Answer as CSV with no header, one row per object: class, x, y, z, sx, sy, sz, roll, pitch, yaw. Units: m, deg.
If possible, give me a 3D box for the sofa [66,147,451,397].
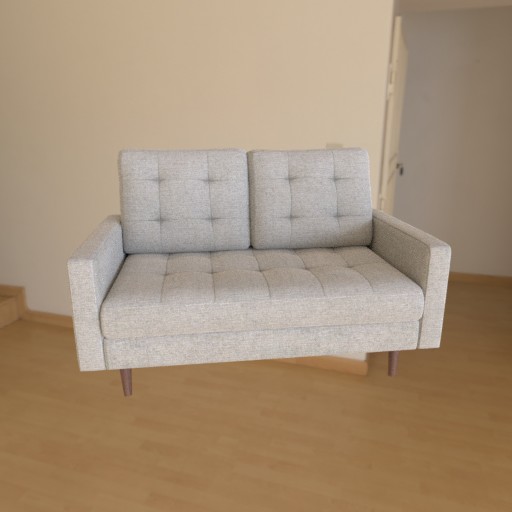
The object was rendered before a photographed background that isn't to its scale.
sofa,0.000,0.000,1.973,1.407,0.907,0.842,-2,17,-7
